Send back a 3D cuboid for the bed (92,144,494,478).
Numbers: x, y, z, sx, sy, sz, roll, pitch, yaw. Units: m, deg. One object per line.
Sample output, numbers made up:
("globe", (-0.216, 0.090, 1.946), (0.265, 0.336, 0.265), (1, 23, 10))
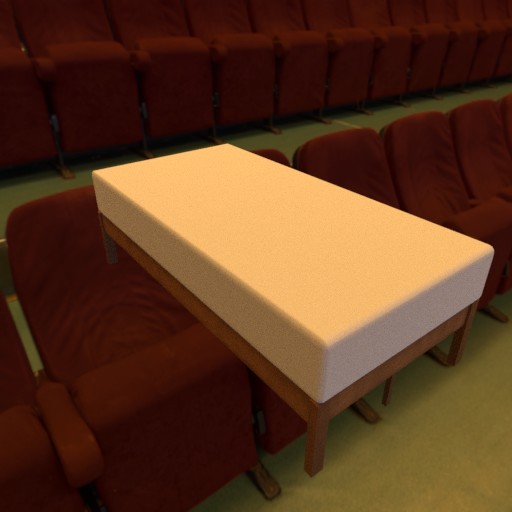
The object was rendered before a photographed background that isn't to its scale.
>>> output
("bed", (0.000, 0.000, 2.312), (0.961, 0.616, 1.902), (-21, 36, -32))
